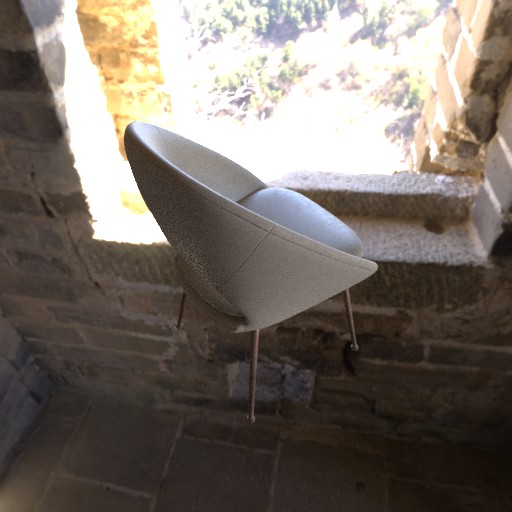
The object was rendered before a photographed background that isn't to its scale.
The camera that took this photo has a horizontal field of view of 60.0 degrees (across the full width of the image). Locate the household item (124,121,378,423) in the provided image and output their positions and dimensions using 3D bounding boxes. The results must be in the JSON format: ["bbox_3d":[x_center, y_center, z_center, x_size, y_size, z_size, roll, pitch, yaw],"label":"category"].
[{"bbox_3d":[0.000,0.000,1.276,0.573,0.852,0.623,-26,48,-26],"label":"household item"}]
